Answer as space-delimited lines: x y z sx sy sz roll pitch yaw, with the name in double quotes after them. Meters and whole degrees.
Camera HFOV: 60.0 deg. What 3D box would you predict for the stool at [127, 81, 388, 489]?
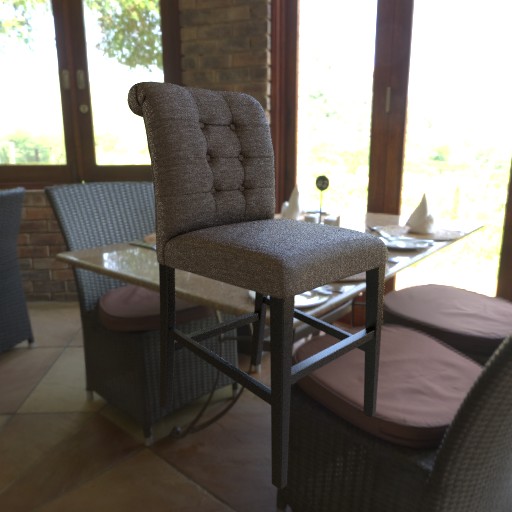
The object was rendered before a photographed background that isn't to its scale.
0.000 0.000 1.289 0.611 0.970 0.457 12 18 43 "stool"
